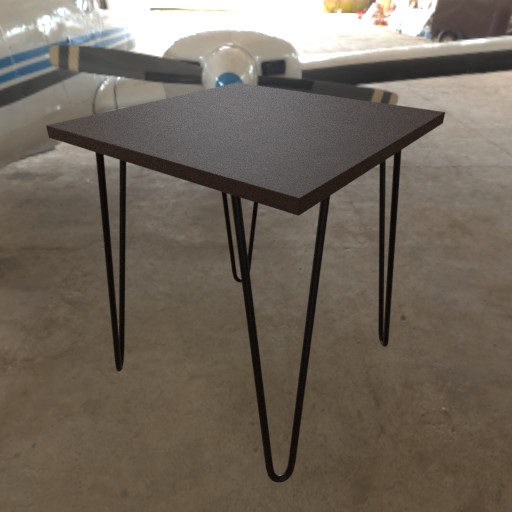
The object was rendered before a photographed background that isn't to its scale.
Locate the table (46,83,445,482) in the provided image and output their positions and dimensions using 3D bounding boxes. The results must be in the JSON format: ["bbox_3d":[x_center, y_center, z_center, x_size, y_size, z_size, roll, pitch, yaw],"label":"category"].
[{"bbox_3d":[0.000,0.000,0.915,0.495,0.559,0.495,21,37,31],"label":"table"}]
